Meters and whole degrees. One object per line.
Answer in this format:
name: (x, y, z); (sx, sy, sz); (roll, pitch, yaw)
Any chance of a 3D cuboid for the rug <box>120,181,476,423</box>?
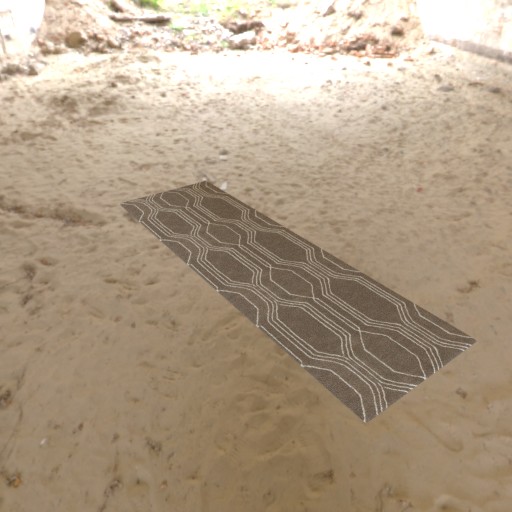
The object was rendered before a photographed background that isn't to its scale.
rug: (0.000, 0.000, 2.737); (0.773, 0.012, 2.464); (-21, 37, -30)
